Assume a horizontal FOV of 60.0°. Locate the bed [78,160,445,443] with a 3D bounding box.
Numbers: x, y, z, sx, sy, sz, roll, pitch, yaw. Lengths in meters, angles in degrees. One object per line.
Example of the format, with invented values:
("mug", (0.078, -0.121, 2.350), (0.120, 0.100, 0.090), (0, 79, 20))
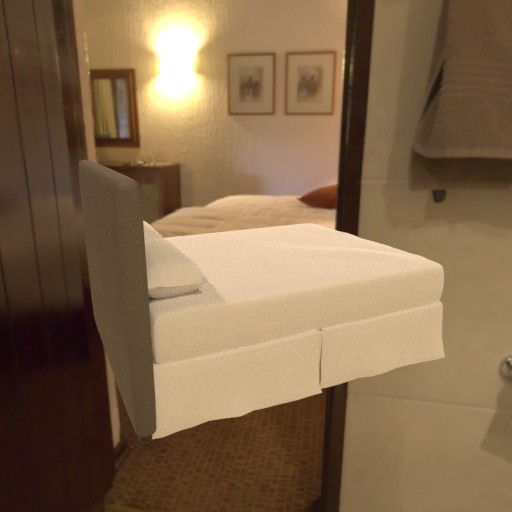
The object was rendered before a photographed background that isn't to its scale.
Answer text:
("bed", (0.000, 0.000, 3.166), (2.142, 1.330, 1.723), (-8, 17, -25))
